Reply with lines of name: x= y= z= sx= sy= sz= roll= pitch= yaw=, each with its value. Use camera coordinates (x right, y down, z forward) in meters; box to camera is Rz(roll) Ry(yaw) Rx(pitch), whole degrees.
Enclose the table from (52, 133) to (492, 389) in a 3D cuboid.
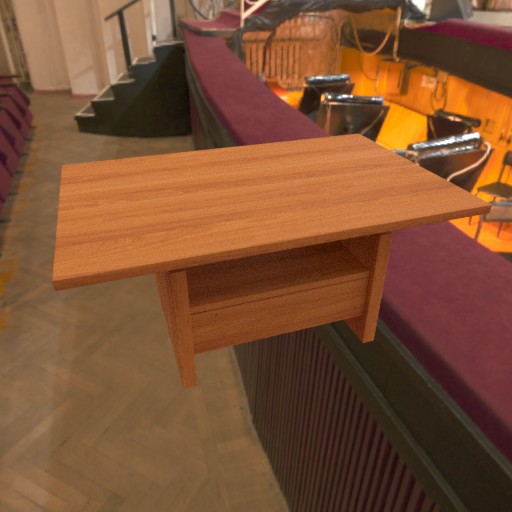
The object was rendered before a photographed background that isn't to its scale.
table: x=0.000 y=0.000 z=1.450 sx=1.100 sy=0.510 sz=0.700 roll=-10 pitch=33 yaw=-16
